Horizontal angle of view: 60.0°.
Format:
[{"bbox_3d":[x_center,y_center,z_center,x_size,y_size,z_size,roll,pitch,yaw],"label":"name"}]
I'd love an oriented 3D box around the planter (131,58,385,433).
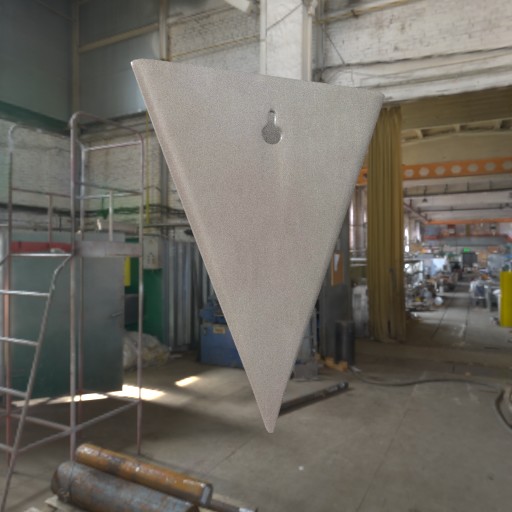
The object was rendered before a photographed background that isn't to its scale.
[{"bbox_3d":[0.000,0.000,0.271,0.150,0.197,0.060,0,0,-19],"label":"planter"}]
